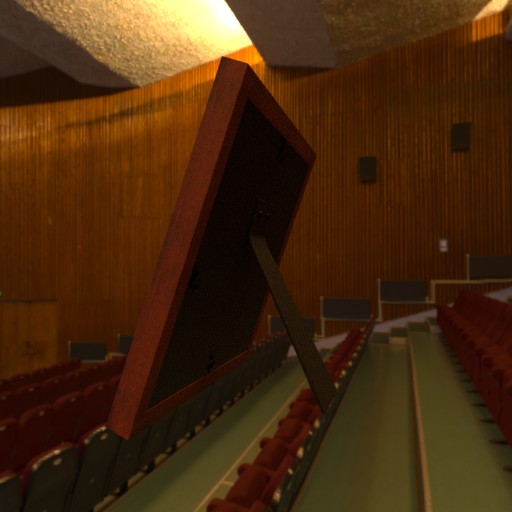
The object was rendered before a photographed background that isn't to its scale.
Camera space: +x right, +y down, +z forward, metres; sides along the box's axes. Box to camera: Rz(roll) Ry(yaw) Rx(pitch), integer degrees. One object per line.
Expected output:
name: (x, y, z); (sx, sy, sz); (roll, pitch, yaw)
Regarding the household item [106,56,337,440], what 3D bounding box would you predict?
household item: (0.000, 0.000, 0.386); (0.131, 0.240, 0.240); (0, -1, 18)
